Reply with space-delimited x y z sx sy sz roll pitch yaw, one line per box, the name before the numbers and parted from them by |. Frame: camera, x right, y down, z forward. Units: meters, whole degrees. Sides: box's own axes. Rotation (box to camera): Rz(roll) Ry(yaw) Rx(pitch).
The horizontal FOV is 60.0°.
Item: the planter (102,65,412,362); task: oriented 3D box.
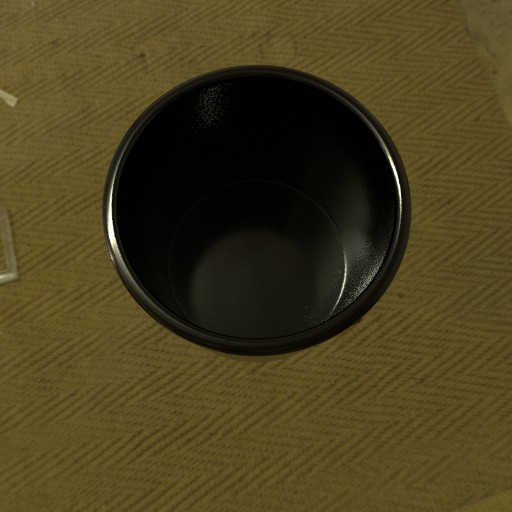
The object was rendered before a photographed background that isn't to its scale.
planter | 0.000 0.000 0.634 0.310 0.432 0.310 -34 78 -8
